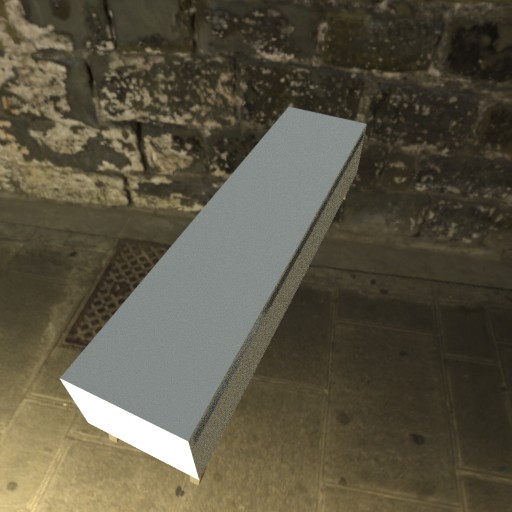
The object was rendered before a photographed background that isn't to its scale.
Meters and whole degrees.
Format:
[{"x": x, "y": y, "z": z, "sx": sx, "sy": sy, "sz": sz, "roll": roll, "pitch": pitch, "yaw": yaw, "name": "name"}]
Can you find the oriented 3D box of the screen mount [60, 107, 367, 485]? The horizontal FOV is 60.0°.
[{"x": 0.000, "y": 0.000, "z": 1.803, "sx": 0.399, "sy": 0.432, "sz": 1.644, "roll": 18, "pitch": 49, "yaw": 17, "name": "screen mount"}]
